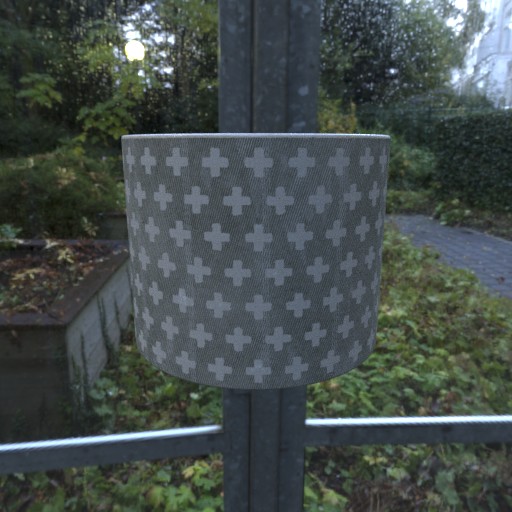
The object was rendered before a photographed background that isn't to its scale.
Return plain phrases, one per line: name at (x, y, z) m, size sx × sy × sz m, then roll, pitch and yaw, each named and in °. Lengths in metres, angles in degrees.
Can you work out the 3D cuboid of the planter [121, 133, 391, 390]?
planter at (0.000, 0.000, 0.458) m, size 0.250 × 0.239 × 0.250 m, roll 0°, pitch 14°, yaw 0°
